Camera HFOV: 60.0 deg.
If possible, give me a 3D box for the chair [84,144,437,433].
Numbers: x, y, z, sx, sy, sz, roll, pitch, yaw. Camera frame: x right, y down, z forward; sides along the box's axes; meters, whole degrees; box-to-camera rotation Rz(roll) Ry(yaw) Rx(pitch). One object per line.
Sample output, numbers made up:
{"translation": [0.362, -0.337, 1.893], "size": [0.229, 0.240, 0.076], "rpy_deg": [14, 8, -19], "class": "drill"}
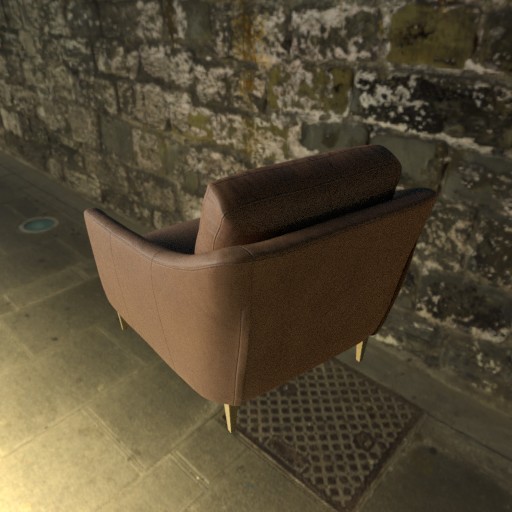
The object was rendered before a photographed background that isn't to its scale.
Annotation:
{"translation": [0.000, 0.000, 1.672], "size": [0.988, 0.895, 0.963], "rpy_deg": [-19, 36, -28], "class": "chair"}
